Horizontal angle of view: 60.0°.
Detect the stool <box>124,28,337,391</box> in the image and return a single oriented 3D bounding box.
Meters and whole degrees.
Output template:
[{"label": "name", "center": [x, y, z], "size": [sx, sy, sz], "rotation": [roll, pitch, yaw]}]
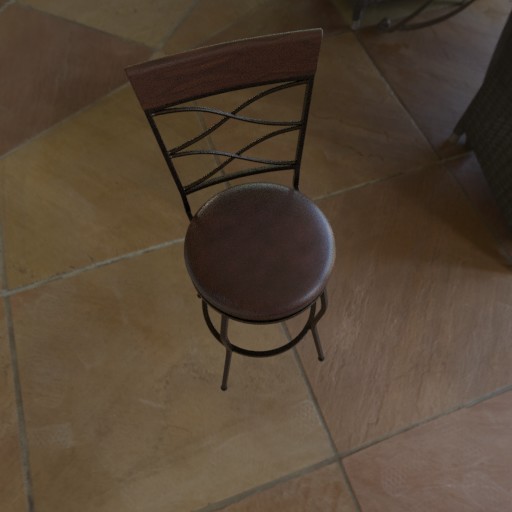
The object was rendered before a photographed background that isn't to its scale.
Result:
[{"label": "stool", "center": [0.000, 0.000, 1.369], "size": [0.448, 1.130, 0.513], "rotation": [-15, 64, -7]}]
